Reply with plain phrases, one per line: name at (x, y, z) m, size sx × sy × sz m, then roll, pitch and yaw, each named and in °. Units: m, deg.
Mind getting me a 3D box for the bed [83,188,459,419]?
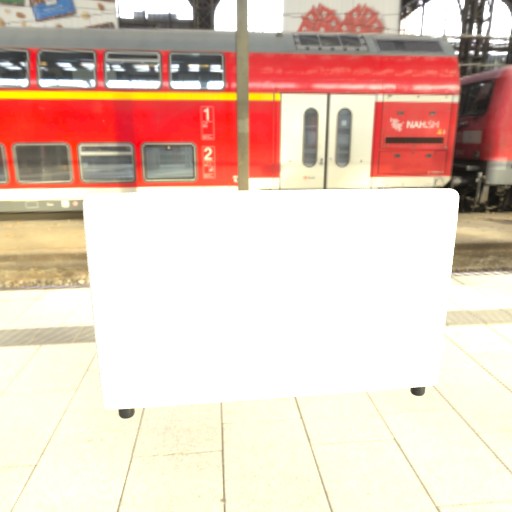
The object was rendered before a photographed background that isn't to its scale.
bed at (0.000, 0.000, 3.608) m, size 2.119 × 1.317 × 2.341 m, roll -2°, pitch 15°, yaw -7°
